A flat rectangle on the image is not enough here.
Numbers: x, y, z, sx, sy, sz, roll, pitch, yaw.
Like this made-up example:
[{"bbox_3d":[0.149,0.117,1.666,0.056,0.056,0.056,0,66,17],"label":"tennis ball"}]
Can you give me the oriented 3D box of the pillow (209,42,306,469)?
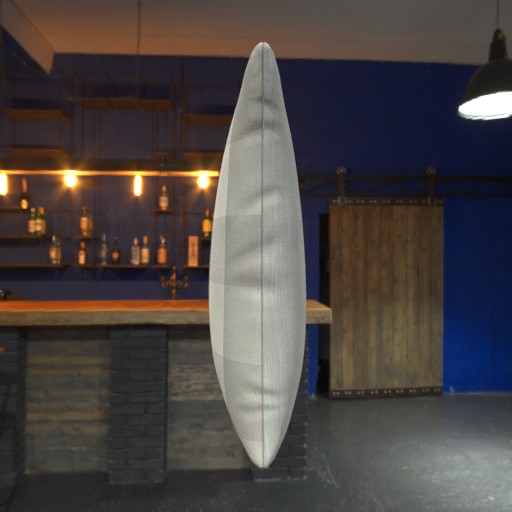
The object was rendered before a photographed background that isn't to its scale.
[{"bbox_3d":[0.000,0.000,0.776,0.161,0.509,0.511,0,0,-2],"label":"pillow"}]
